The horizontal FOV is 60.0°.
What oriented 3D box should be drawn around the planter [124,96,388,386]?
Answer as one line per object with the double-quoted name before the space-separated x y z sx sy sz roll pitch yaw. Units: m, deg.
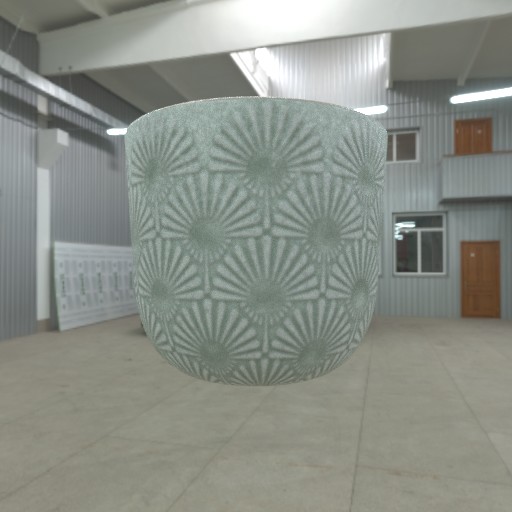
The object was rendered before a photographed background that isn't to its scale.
"planter" 0.000 0.000 0.296 0.170 0.152 0.170 0 -1 0
